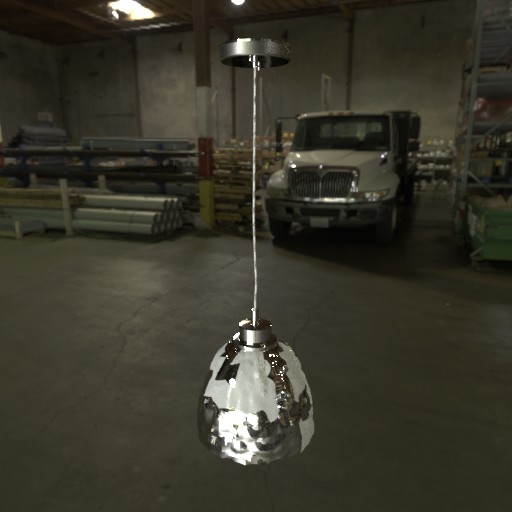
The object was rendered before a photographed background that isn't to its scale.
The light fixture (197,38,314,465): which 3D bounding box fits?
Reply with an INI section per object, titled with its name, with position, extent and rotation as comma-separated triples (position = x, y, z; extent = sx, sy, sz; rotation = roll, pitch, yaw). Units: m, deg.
[light fixture]
position = 0.000, 0.000, 1.735
extent = 0.500, 1.511, 0.496
rotation = 2, 14, 9
